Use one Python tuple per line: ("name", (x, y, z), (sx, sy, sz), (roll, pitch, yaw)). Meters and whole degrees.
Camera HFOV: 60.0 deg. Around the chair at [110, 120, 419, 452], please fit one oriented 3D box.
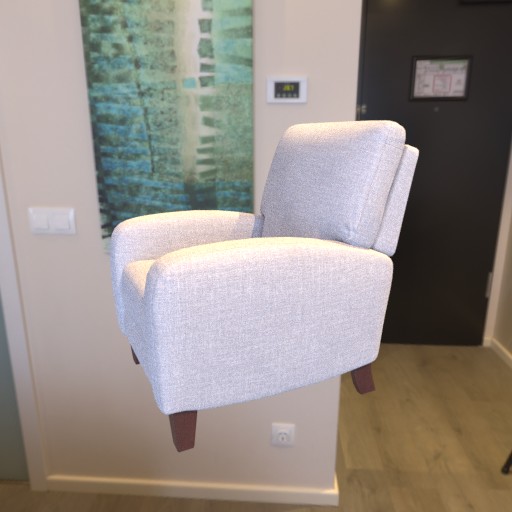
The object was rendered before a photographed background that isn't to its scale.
("chair", (0.000, 0.000, 1.697), (0.990, 0.990, 0.762), (-7, 17, -26))
